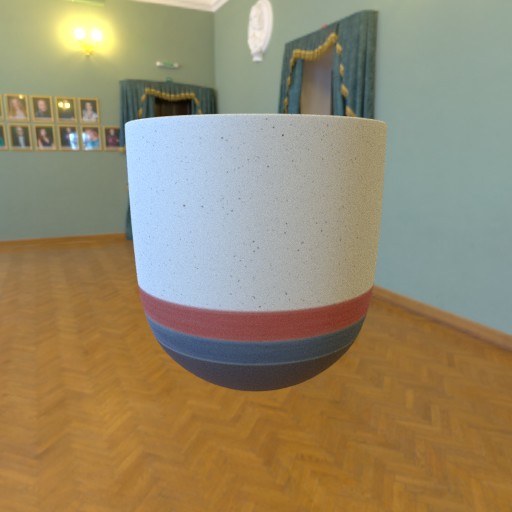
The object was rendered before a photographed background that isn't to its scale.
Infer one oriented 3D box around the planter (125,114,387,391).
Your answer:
[{"bbox_3d":[0.000,0.000,0.380,0.204,0.214,0.204,0,12,0],"label":"planter"}]
